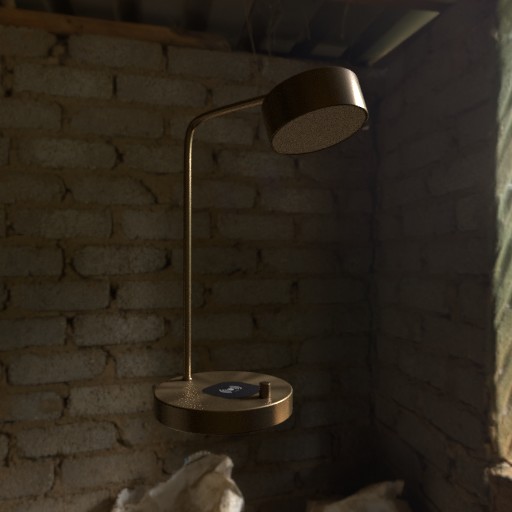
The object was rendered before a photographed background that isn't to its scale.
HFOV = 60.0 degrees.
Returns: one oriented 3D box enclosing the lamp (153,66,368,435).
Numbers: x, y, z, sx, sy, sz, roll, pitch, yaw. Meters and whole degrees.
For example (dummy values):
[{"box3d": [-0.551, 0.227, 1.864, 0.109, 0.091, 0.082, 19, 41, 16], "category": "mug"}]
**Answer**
[{"box3d": [0.000, 0.000, 0.525, 0.270, 0.380, 0.171, -1, -1, 36], "category": "lamp"}]
